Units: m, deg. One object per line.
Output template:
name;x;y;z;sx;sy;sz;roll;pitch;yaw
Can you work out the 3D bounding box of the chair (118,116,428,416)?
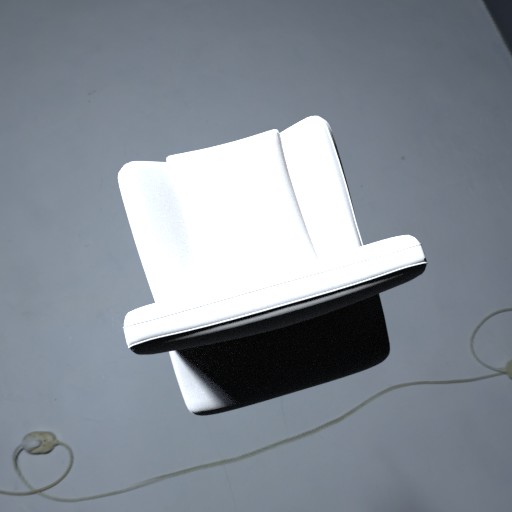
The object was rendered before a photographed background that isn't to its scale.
chair;0.000;0.000;1.636;0.859;0.855;1.008;-15;76;-4
